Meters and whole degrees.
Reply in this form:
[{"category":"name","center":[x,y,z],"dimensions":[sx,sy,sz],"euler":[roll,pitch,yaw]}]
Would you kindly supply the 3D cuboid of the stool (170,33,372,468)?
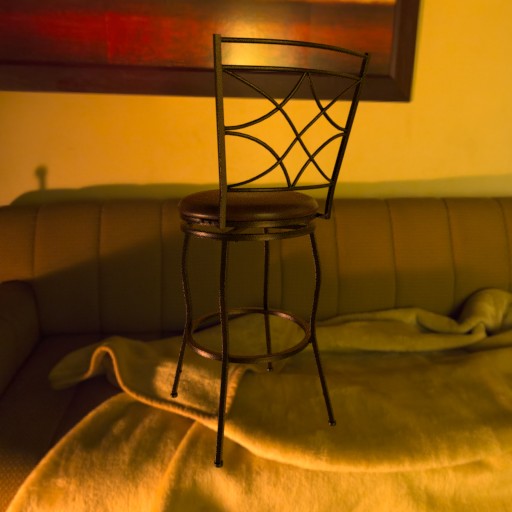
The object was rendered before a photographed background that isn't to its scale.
[{"category":"stool","center":[0.000,0.000,1.353],"dimensions":[0.434,1.117,0.534],"euler":[-7,16,-27]}]
